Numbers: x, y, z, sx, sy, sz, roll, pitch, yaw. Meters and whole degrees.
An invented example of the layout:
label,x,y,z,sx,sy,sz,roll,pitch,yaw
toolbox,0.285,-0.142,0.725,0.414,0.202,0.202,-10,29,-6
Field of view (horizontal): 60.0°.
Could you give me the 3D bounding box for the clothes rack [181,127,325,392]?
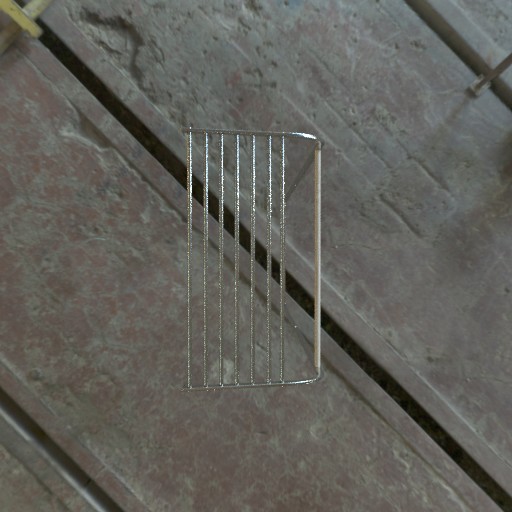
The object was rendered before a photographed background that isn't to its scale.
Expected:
label,x,y,z,sx,sy,sz,roll,pitch,yaw
clothes rack,0.000,0.000,1.795,0.349,1.574,0.609,0,91,0
